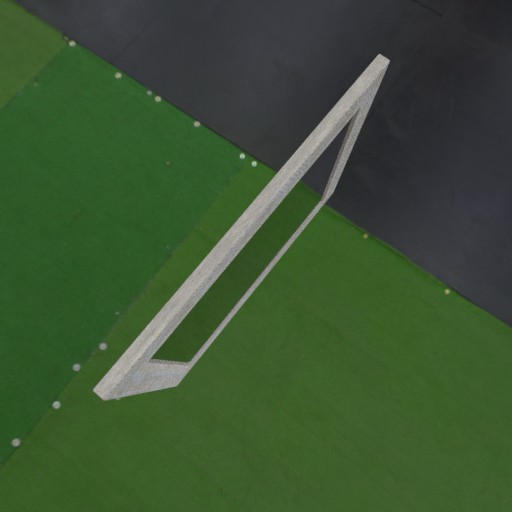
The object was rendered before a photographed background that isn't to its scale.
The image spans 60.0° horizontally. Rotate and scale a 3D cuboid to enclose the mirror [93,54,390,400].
[{"bbox_3d":[0.000,0.000,1.148,0.028,0.689,0.839,38,79,9],"label":"mirror"}]
